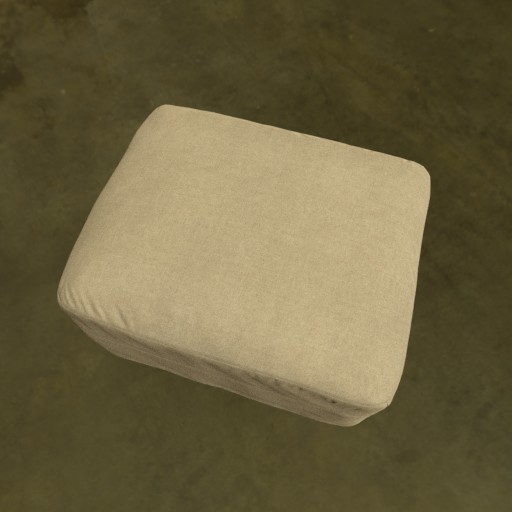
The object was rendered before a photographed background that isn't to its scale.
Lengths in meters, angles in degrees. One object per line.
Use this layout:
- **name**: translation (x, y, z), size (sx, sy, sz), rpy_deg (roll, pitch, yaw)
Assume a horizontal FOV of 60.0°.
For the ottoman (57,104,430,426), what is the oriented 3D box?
- **ottoman**: translation (0.000, 0.000, 1.228), size (0.837, 0.481, 0.683), rpy_deg (16, 65, 8)
